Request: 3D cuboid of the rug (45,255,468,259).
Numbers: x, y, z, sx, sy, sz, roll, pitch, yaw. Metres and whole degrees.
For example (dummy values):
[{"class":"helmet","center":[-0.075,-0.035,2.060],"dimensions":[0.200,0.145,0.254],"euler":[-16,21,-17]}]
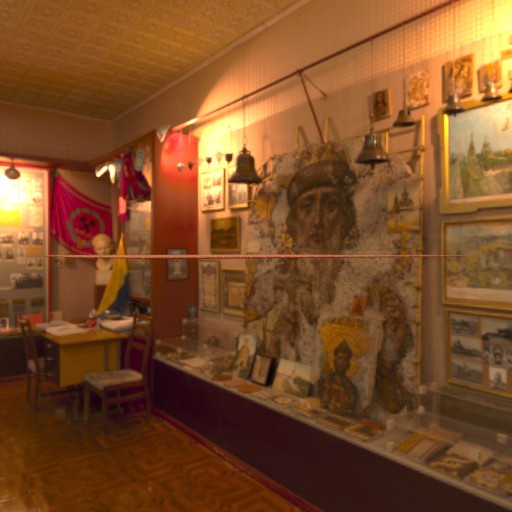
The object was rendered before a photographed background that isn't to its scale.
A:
[{"class":"rug","center":[0.000,0.000,2.744],"dimensions":[2.112,0.009,1.594],"euler":[0,0,-36]}]
